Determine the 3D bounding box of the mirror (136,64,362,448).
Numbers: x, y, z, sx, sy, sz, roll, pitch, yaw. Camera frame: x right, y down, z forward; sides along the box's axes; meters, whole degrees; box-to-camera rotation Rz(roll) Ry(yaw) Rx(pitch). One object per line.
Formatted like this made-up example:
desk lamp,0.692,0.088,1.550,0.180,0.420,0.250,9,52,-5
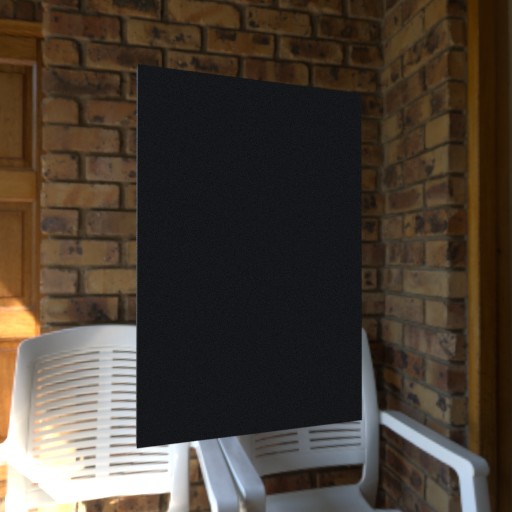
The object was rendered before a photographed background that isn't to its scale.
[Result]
mirror,0.000,0.000,1.165,0.606,0.912,0.044,0,-1,-18
